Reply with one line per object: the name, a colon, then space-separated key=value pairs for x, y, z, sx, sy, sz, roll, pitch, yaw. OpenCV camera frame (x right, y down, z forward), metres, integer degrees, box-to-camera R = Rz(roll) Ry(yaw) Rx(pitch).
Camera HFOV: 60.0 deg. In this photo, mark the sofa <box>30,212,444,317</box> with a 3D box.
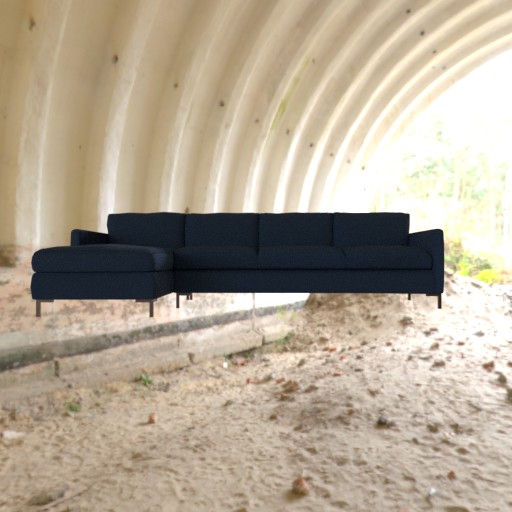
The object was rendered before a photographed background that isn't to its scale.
sofa: x=0.000 y=0.000 z=2.934 sx=2.450 sy=0.679 sz=1.128 roll=0 pitch=0 yaw=1
